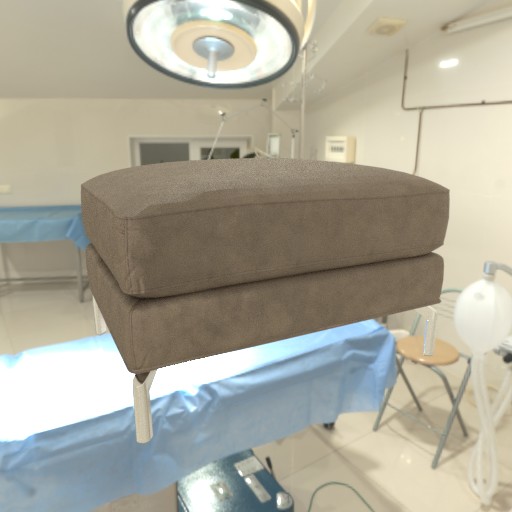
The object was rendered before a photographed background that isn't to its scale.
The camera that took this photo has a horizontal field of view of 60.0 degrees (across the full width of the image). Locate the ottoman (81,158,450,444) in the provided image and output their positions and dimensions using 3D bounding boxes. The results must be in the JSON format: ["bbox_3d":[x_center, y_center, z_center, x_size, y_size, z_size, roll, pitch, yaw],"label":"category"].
[{"bbox_3d":[0.000,0.000,1.063,0.719,0.456,0.520,-8,17,-26],"label":"ottoman"}]
